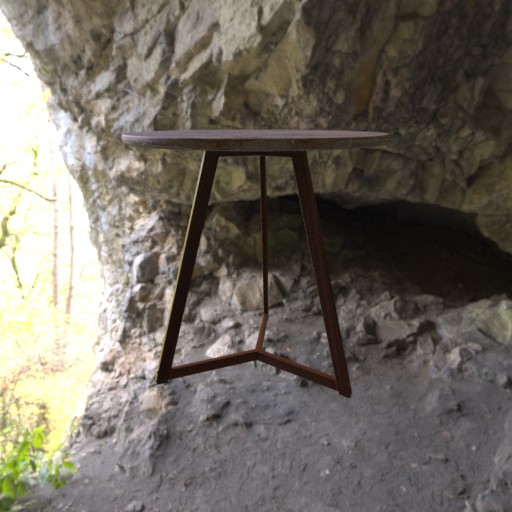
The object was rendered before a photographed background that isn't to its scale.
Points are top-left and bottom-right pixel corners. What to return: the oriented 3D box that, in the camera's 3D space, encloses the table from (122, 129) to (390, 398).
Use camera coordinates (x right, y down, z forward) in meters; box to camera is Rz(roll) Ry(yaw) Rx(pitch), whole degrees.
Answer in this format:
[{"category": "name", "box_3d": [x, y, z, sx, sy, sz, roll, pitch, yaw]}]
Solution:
[{"category": "table", "box_3d": [0.000, 0.000, 0.933, 0.500, 0.500, 0.500, 0, 17, 0]}]
